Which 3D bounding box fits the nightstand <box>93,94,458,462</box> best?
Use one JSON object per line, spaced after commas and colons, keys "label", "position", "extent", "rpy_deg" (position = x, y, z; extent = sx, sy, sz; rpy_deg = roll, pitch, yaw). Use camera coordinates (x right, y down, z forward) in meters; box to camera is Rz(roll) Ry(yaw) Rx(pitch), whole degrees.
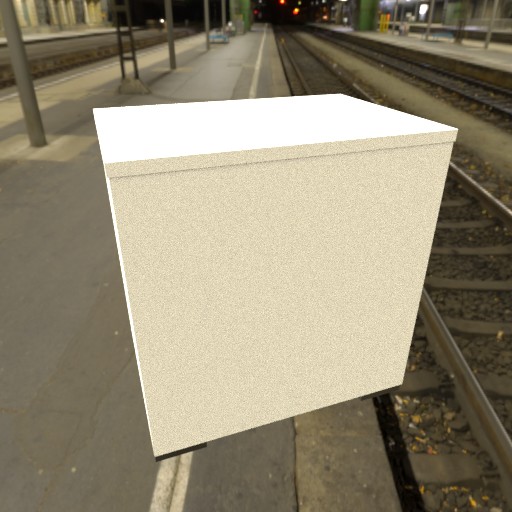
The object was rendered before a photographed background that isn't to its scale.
{"label": "nightstand", "position": [0.000, 0.000, 0.755], "extent": [0.441, 0.460, 0.325], "rpy_deg": [-10, 30, -17]}
